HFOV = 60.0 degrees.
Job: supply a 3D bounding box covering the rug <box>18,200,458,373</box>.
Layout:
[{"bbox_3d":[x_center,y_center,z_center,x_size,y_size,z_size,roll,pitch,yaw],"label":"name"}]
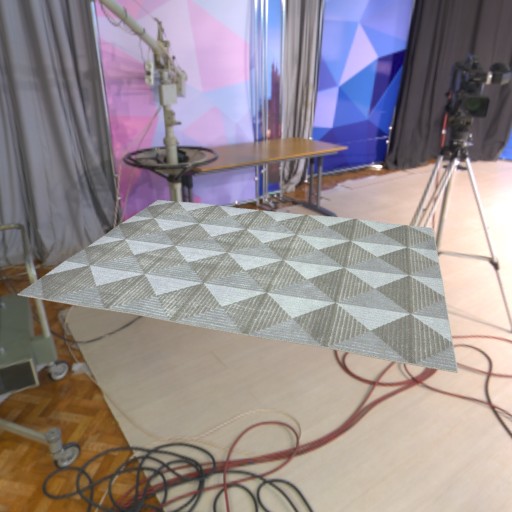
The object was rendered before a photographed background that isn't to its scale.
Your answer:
[{"bbox_3d":[0.000,0.000,4.224,3.333,0.027,2.428,7,27,15],"label":"rug"}]
